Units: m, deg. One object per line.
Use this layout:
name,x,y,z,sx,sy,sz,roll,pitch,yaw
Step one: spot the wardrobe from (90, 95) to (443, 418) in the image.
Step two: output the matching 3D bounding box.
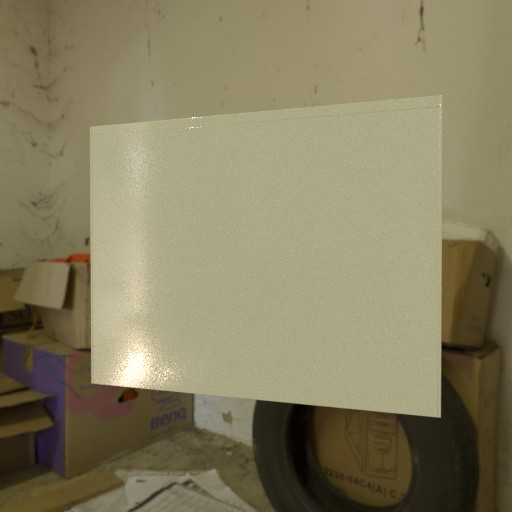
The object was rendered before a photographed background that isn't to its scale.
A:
wardrobe,0.000,0.000,3.938,3.000,2.360,0.580,0,1,16
